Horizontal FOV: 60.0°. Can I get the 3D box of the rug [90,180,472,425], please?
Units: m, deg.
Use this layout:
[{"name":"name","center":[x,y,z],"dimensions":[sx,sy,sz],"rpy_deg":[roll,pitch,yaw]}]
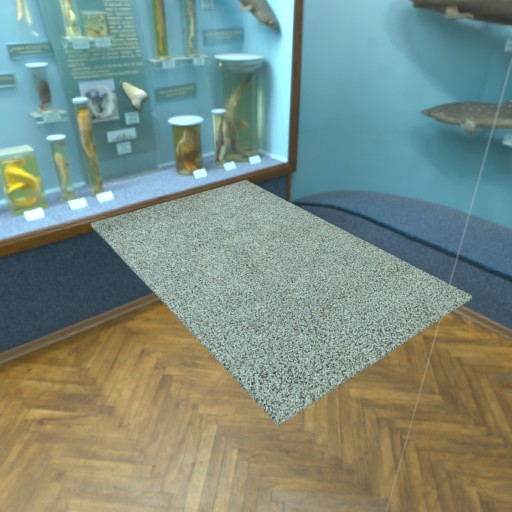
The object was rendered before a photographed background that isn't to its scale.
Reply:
[{"name":"rug","center":[0.000,0.000,3.608],"dimensions":[1.778,0.030,2.743],"rpy_deg":[-21,37,-31]}]
